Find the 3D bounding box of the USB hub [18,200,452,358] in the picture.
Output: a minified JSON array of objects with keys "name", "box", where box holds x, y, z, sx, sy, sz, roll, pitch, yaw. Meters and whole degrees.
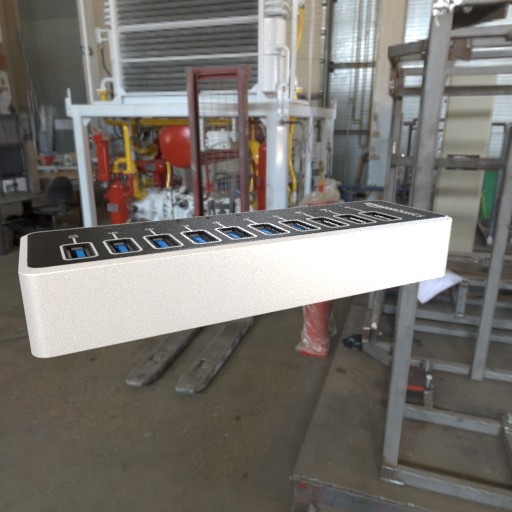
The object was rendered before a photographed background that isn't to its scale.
[{"name":"USB hub","box":[0.000,0.000,0.155,0.145,0.023,0.044,-8,19,-25]}]
